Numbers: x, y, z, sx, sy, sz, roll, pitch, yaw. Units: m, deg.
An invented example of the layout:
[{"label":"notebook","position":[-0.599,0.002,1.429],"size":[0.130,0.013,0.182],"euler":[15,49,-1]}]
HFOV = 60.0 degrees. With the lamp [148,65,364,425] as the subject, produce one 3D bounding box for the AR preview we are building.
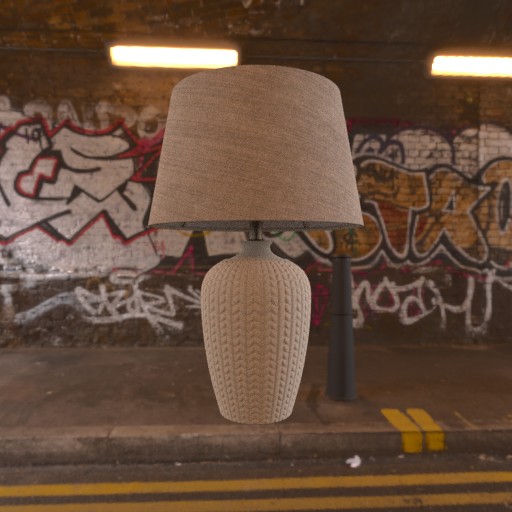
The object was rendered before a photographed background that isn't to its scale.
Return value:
[{"label":"lamp","position":[0.000,0.000,0.825],"size":[0.390,0.580,0.390],"euler":[0,1,0]}]
